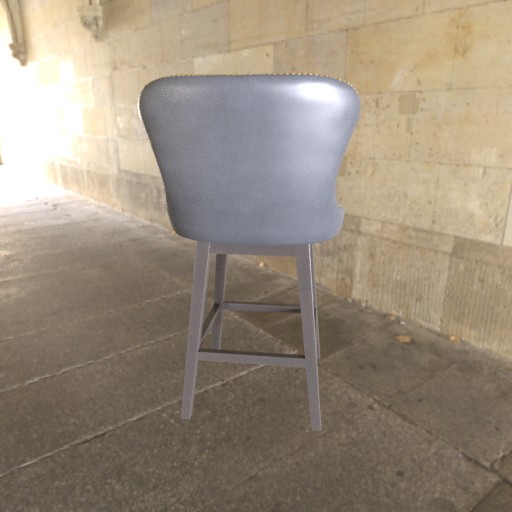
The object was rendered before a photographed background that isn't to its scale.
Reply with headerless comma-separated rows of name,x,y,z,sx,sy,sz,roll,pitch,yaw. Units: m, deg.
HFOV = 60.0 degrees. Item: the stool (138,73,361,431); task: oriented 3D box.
stool,0.000,0.000,1.333,0.528,0.971,0.593,2,17,7
